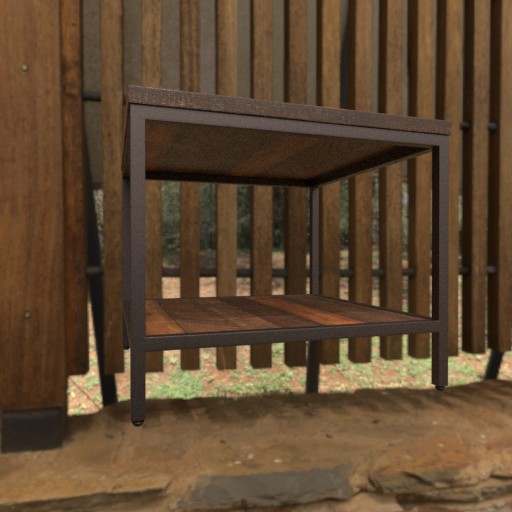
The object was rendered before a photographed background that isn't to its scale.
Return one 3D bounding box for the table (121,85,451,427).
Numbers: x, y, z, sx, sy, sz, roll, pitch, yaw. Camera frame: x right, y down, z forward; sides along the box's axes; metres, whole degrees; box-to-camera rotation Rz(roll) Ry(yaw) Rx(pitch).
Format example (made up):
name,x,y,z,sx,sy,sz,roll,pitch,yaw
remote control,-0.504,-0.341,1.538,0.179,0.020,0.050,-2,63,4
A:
name,x,y,z,sx,sy,sz,roll,pitch,yaw
table,0.000,0.000,0.964,0.553,0.482,0.548,0,0,-18
